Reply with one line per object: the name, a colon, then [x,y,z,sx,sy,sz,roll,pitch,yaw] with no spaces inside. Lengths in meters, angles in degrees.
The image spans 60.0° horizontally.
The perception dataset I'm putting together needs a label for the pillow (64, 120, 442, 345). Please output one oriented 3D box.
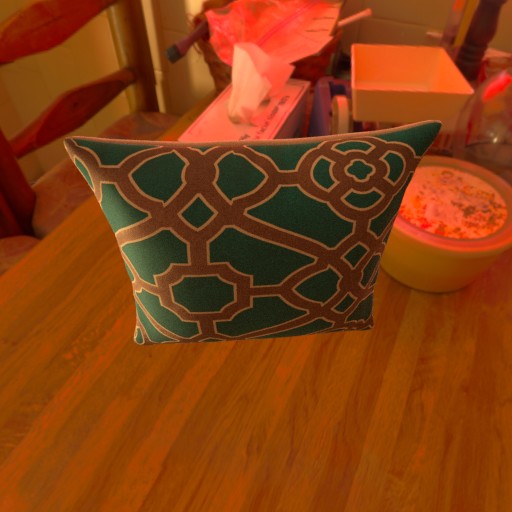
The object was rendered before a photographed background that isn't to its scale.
pillow: [0.000,0.000,0.792,0.526,0.507,0.166,-3,48,-3]
